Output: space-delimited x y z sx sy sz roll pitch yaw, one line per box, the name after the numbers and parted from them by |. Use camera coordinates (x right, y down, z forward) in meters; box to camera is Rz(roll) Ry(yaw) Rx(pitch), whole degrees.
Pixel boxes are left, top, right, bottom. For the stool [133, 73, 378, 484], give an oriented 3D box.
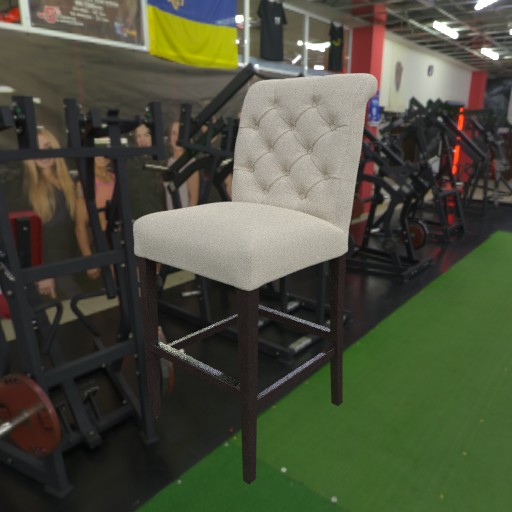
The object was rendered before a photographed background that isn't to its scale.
0.000 0.000 1.430 0.482 1.118 0.610 14 21 39 | stool
